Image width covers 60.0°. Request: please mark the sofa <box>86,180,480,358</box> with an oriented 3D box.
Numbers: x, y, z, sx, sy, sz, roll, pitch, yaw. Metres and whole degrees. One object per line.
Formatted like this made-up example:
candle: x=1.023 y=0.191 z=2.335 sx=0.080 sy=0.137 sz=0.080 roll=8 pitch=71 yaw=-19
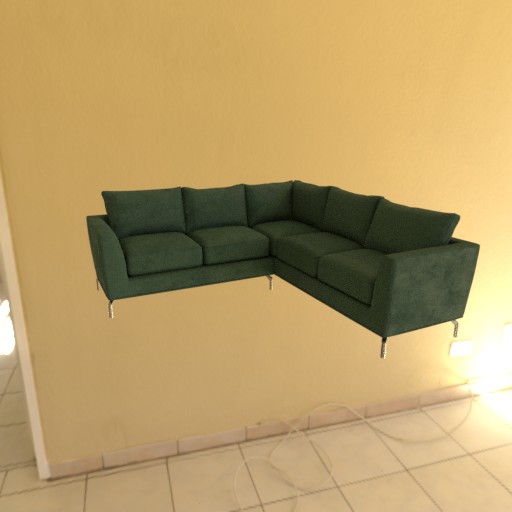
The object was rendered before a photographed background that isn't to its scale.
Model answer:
sofa: x=0.000 y=0.000 z=3.824 sx=2.468 sy=1.004 sz=2.452 roll=-8 pitch=18 yaw=-25
